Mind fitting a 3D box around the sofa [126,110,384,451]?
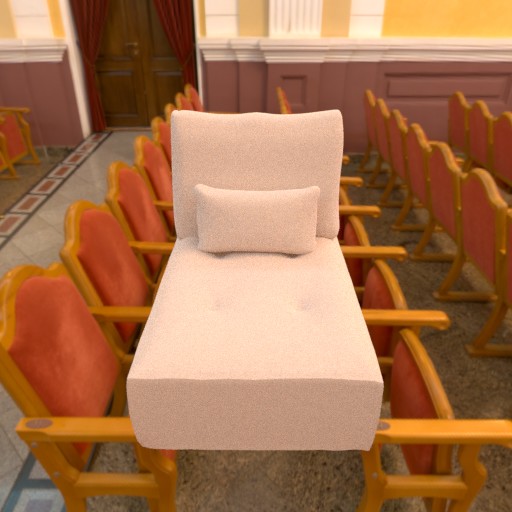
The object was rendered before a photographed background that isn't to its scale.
[{"bbox_3d":[0.000,0.000,1.558,0.700,0.820,1.000,0,30,0],"label":"sofa"}]
